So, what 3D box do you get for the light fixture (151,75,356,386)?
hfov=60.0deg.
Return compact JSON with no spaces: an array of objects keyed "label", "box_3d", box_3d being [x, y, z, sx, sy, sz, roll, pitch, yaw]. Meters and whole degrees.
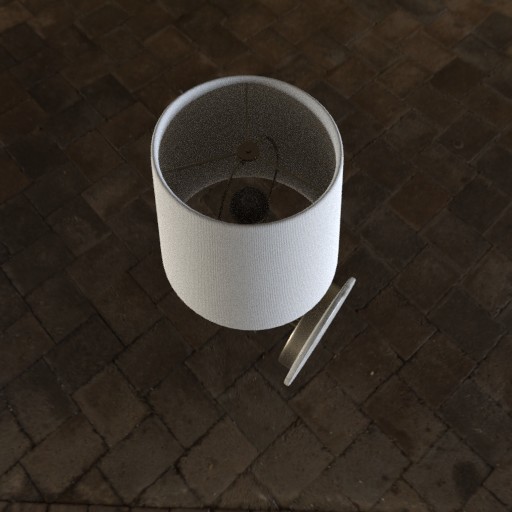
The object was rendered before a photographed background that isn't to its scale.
[{"label":"light fixture","box_3d":[0.000,0.000,0.446,0.188,0.337,0.168,32,69,14]}]
